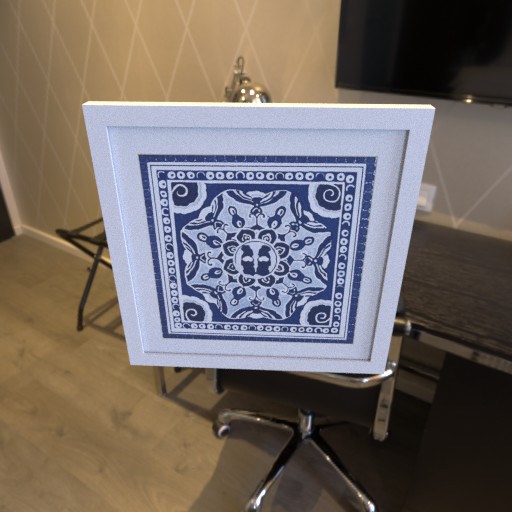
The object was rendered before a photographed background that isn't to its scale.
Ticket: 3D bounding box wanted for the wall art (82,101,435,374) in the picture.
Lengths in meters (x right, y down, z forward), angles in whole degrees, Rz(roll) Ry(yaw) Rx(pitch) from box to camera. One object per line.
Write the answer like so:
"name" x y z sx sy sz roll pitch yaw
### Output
"wall art" 0.000 0.000 0.850 0.559 0.559 0.028 1 30 3
